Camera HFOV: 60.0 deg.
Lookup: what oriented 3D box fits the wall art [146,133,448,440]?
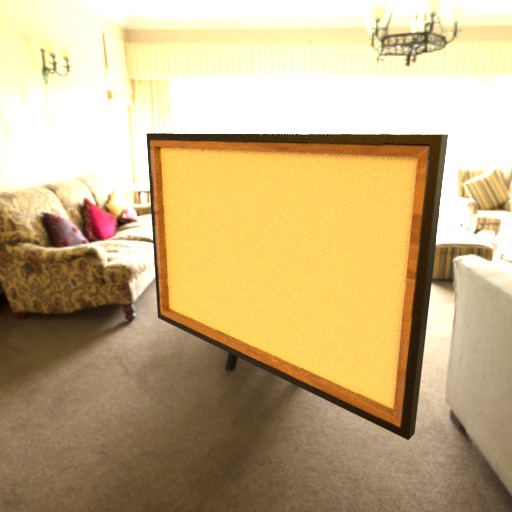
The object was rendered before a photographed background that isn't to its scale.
[{"bbox_3d":[0.000,0.000,0.836,0.659,0.446,0.022,15,21,42],"label":"wall art"}]
